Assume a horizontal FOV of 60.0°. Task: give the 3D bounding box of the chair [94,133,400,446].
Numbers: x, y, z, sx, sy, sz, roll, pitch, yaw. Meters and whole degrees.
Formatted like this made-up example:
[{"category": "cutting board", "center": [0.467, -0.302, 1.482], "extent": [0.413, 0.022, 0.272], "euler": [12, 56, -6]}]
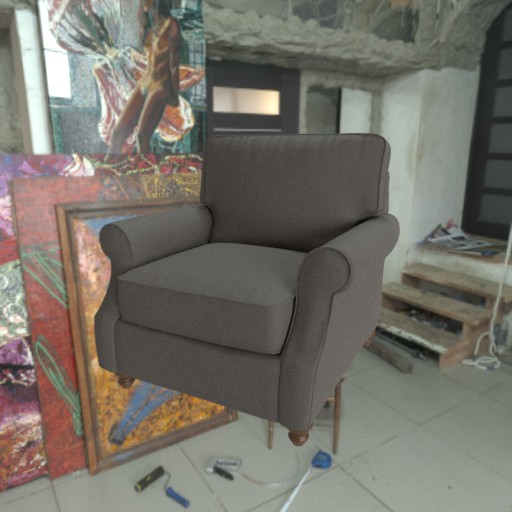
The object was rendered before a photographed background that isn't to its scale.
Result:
[{"category": "chair", "center": [0.000, 0.000, 1.795], "extent": [1.029, 0.967, 0.966], "euler": [7, 16, 27]}]
